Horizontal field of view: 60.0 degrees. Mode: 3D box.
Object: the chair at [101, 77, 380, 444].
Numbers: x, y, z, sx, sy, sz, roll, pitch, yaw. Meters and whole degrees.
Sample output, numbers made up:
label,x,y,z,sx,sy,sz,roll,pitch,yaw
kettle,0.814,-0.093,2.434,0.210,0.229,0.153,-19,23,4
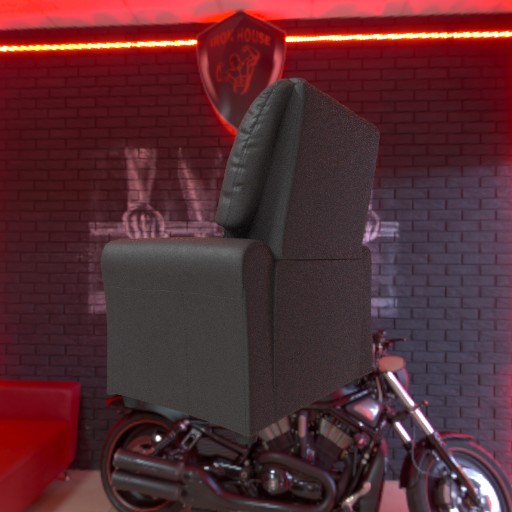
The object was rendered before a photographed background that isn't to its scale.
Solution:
label,x,y,z,sx,sy,sz,roll,pitch,yaw
chair,0.000,0.000,1.138,0.521,0.709,0.610,0,0,37
